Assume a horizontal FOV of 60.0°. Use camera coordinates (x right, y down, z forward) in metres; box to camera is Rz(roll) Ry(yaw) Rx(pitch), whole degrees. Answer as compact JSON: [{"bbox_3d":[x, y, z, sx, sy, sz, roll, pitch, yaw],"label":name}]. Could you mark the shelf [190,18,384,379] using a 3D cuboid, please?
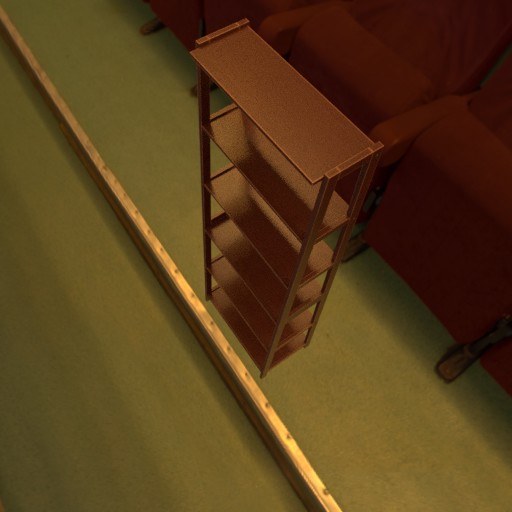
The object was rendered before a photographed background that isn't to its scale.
[{"bbox_3d":[0.000,0.000,2.103,0.381,1.892,0.660,-32,67,-15],"label":"shelf"}]
